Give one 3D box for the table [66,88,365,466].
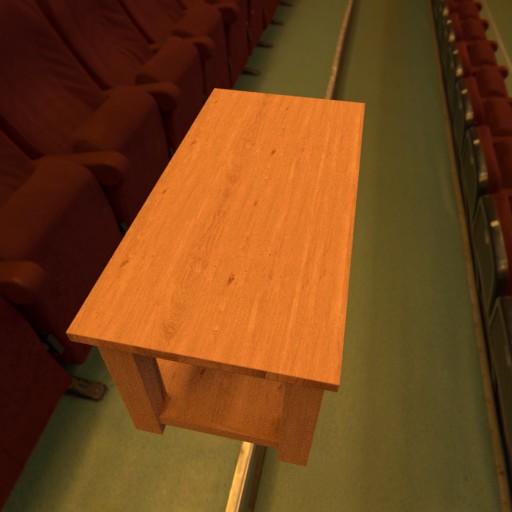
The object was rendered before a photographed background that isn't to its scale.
[{"bbox_3d":[0.000,0.000,1.166,0.450,0.452,0.899,9,47,8],"label":"table"}]
